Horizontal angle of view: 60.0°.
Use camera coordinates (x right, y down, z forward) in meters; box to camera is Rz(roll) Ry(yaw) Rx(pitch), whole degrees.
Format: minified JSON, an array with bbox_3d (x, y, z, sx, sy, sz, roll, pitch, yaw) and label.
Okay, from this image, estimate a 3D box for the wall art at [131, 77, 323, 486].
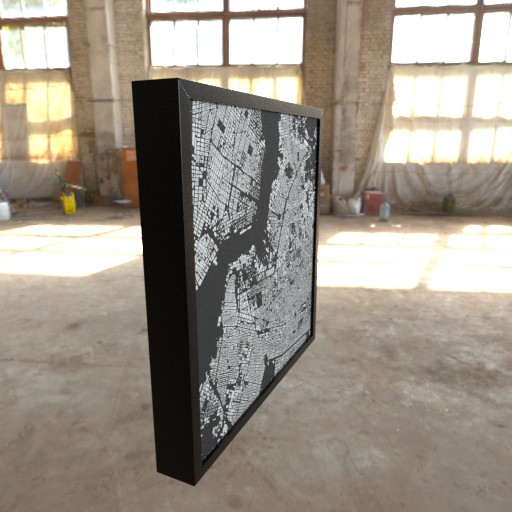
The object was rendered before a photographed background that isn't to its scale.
[{"bbox_3d":[0.000,0.000,0.448,0.037,0.299,0.299,7,16,25],"label":"wall art"}]
